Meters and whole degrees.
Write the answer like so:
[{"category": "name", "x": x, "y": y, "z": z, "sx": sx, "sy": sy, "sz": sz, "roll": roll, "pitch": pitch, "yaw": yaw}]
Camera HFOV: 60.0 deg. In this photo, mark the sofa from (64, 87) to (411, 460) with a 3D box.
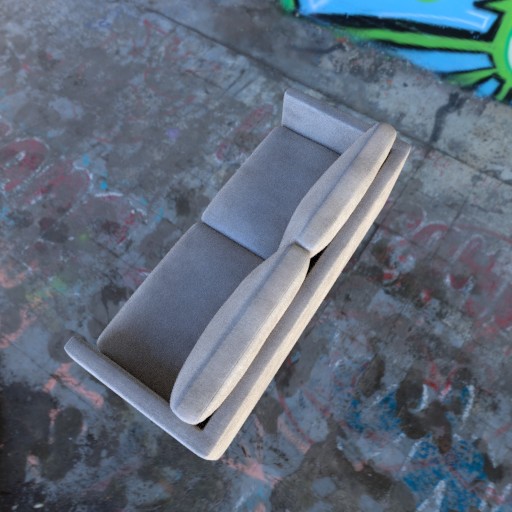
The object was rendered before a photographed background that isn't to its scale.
[{"category": "sofa", "x": 0.000, "y": 0.000, "z": 2.771, "sx": 0.951, "sy": 0.965, "sz": 2.208, "roll": 31, "pitch": 68, "yaw": 14}]
